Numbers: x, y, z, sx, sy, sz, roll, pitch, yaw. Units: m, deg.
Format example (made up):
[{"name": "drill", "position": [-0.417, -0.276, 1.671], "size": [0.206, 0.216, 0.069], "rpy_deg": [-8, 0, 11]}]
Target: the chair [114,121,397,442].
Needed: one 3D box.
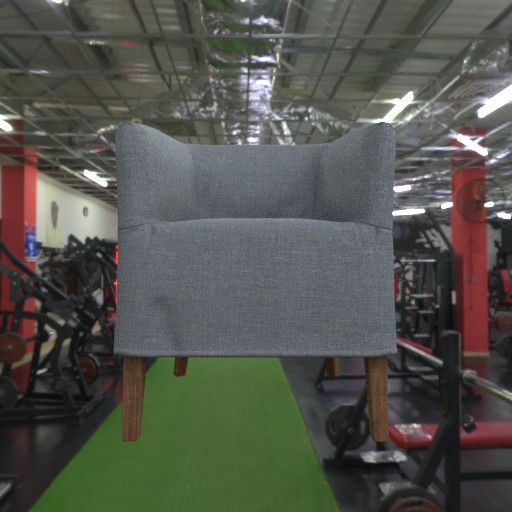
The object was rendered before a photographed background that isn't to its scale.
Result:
[{"name": "chair", "position": [0.000, 0.000, 1.232], "size": [0.600, 0.771, 0.668], "rpy_deg": [0, -1, 0]}]
